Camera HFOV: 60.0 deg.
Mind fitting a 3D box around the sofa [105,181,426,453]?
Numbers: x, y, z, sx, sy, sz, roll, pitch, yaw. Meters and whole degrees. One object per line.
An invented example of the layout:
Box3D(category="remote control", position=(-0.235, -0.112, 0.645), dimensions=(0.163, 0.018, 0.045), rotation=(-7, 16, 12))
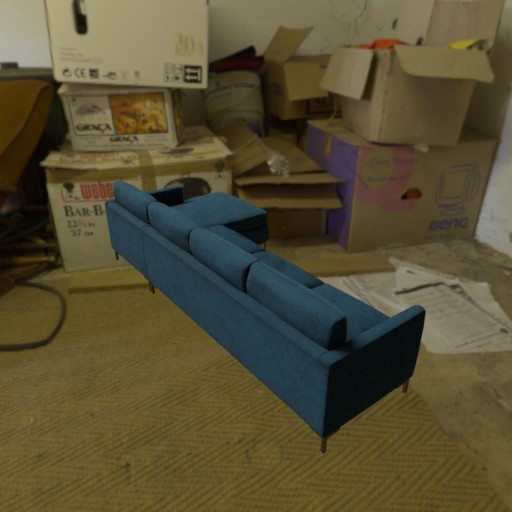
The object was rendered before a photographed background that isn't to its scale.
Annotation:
Box3D(category="sofa", position=(0.000, 0.000, 3.533), dimensions=(1.350, 0.810, 2.932), rotation=(-19, 32, -33))
